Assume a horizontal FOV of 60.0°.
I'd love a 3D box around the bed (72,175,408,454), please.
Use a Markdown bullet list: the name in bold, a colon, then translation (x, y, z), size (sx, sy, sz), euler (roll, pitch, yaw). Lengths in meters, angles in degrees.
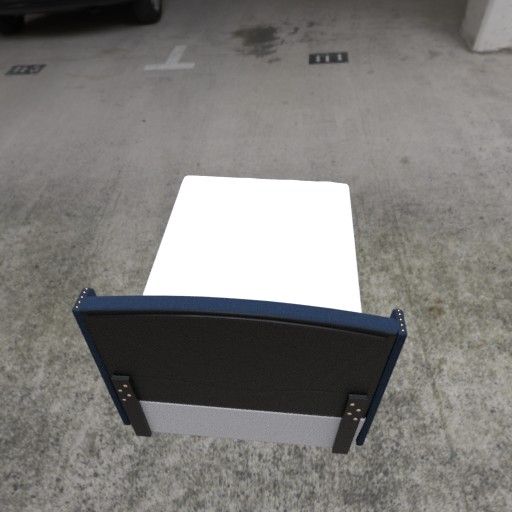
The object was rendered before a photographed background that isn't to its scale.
- **bed**: translation (0.000, 0.000, 3.272), size (1.604, 1.402, 2.223), euler (4, 45, 4)
